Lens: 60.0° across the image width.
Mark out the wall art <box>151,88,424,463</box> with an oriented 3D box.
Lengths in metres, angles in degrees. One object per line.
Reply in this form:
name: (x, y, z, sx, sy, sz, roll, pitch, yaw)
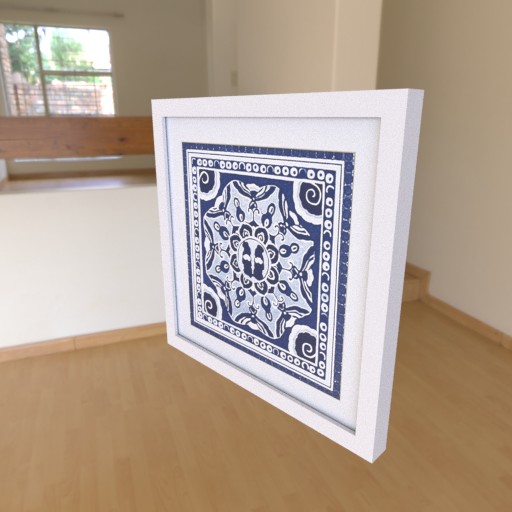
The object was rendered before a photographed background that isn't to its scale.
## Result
wall art: (0.000, 0.000, 0.522, 0.355, 0.355, 0.027, 16, 24, 42)
